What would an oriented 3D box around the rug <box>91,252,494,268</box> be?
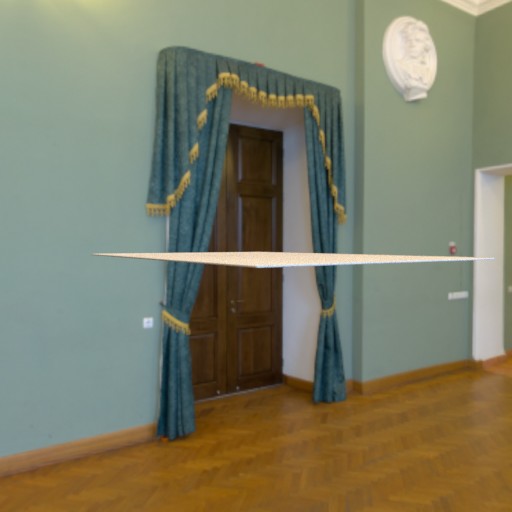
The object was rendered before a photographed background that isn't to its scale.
[{"bbox_3d":[0.000,0.000,2.317,1.236,0.009,1.839,-1,2,-34],"label":"rug"}]
